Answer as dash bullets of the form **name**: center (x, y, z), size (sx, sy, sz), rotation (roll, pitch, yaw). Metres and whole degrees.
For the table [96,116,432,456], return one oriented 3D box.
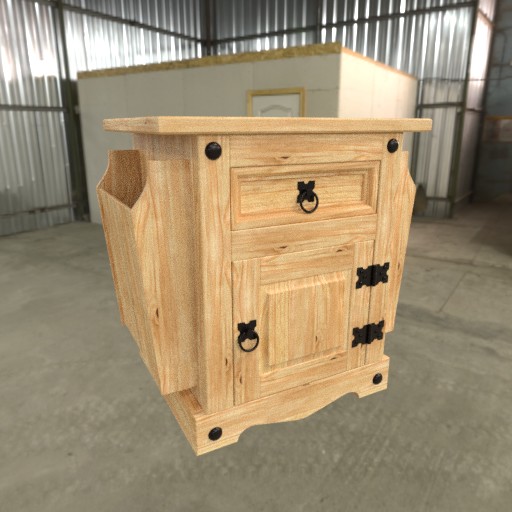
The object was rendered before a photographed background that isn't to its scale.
- **table**: center (0.000, 0.000, 0.872), size (0.530, 0.515, 0.380), rotation (-9, 19, -27)
